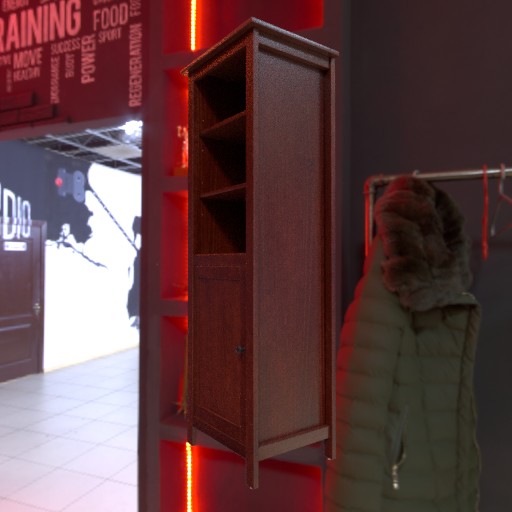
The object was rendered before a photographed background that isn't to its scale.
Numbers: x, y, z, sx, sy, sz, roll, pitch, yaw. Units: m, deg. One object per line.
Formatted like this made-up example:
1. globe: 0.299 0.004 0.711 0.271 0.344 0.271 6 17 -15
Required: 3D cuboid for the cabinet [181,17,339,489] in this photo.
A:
1. cabinet: 0.000 0.000 1.721 0.401 1.518 0.500 1 -1 -36
